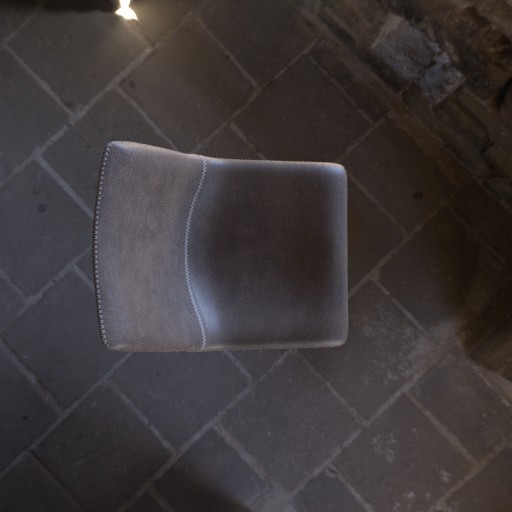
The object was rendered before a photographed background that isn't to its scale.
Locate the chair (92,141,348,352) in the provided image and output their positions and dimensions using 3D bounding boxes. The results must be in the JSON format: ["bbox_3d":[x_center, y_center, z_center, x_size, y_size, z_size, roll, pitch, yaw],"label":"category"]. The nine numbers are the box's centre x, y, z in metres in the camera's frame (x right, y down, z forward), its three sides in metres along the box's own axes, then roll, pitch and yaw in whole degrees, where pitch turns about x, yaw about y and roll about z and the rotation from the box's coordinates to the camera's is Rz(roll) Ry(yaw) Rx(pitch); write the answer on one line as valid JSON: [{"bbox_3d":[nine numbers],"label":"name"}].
[{"bbox_3d":[0.000,0.000,1.103,0.550,0.780,0.460,0,88,-1],"label":"chair"}]
